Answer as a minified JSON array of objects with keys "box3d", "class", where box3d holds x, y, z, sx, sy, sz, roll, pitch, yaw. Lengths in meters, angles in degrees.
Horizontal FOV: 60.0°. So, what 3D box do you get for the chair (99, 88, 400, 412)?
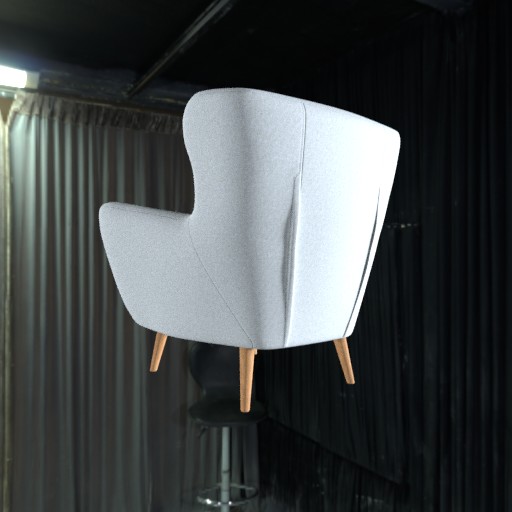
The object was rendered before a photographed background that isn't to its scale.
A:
[{"box3d":[0.000,0.000,1.606,0.890,0.889,0.889,0,0,-38],"class":"chair"}]
